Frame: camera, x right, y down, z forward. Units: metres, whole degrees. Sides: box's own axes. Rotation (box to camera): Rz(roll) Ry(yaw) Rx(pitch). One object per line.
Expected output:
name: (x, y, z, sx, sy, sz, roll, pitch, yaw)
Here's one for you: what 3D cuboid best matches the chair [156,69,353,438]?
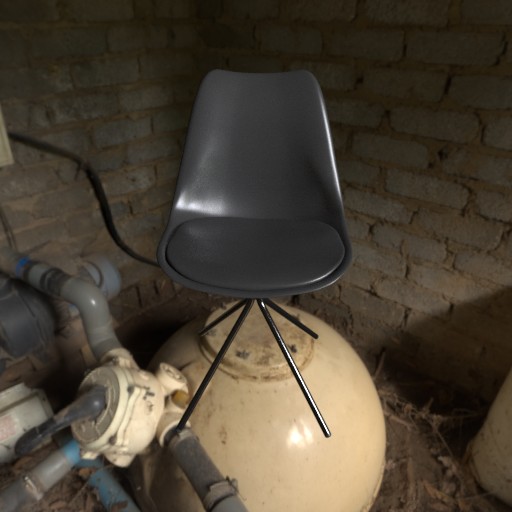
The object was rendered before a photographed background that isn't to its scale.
chair: (0.000, 0.000, 1.160, 0.461, 0.850, 0.525, 1, 29, 2)
